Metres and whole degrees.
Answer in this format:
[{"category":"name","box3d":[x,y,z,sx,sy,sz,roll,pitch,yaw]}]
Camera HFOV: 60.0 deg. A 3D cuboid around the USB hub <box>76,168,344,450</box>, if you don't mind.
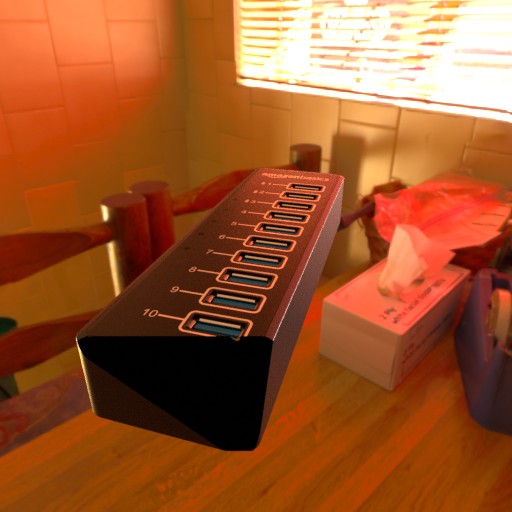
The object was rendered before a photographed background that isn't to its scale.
[{"category":"USB hub","box3d":[0.000,0.000,0.160,0.044,0.023,0.145,8,28,15]}]
